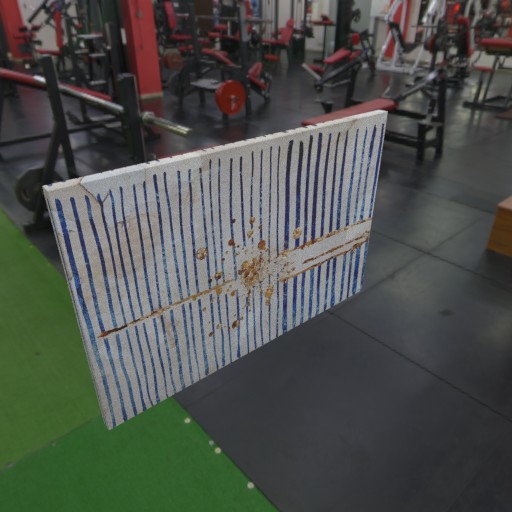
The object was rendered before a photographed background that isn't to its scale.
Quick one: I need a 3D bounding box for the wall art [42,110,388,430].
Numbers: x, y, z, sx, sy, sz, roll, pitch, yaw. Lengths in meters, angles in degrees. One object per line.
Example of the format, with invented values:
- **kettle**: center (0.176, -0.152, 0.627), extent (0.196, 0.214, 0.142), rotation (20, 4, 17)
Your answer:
- **wall art**: center (0.000, 0.000, 1.436), extent (1.143, 0.757, 0.038), rotation (-22, 37, -33)
